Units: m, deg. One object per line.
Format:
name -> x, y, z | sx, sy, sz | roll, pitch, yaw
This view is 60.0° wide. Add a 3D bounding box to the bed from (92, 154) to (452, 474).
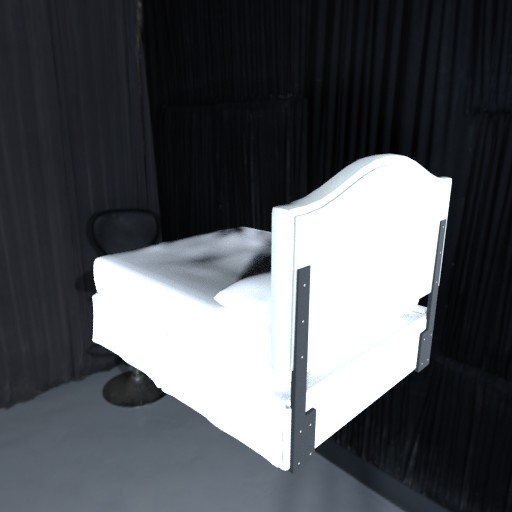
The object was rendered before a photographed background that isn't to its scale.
bed -> 0.000, 0.000, 3.387 | 1.813, 1.607, 2.180 | -16, 23, -43
